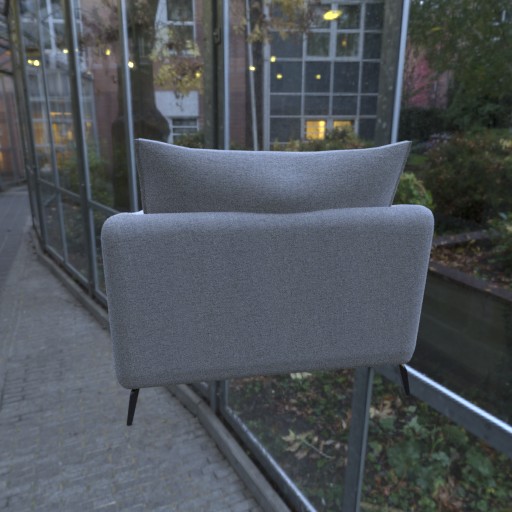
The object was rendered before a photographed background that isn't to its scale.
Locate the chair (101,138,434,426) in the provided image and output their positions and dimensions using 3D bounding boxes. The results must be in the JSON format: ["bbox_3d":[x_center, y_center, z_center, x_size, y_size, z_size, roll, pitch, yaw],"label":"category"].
[{"bbox_3d":[0.000,0.000,1.647,1.029,0.856,0.801,-3,16,-10],"label":"chair"}]
